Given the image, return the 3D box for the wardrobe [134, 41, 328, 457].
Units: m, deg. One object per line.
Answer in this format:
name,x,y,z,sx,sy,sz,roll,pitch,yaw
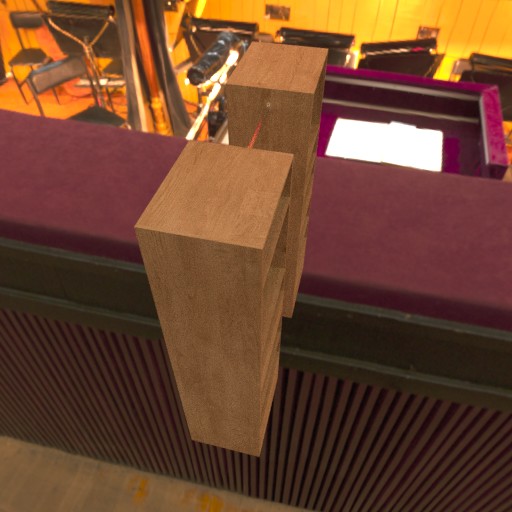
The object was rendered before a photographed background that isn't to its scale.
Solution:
wardrobe,0.000,0.000,2.891,0.480,2.000,1.770,10,47,9
